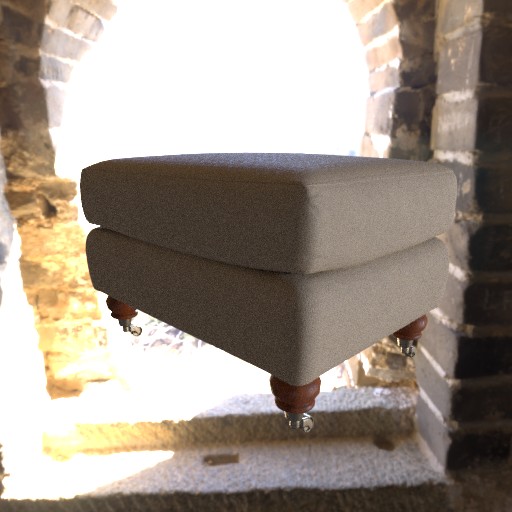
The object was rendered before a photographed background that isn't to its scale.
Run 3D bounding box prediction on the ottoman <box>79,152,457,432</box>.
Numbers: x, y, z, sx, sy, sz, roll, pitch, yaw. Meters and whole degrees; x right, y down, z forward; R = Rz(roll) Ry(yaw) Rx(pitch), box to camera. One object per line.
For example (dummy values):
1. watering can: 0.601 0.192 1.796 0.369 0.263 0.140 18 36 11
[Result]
1. ottoman: 0.000 0.000 1.107 0.773 0.504 0.569 13 19 43
